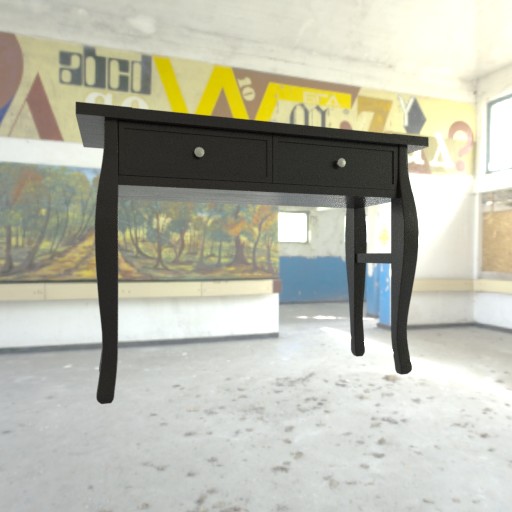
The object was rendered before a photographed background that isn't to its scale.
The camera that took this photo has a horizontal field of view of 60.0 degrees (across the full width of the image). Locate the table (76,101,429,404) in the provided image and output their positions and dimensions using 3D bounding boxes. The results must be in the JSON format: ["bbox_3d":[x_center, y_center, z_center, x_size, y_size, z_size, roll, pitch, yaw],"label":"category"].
[{"bbox_3d":[0.000,0.000,1.437,1.062,0.768,0.373,0,0,-18],"label":"table"}]
